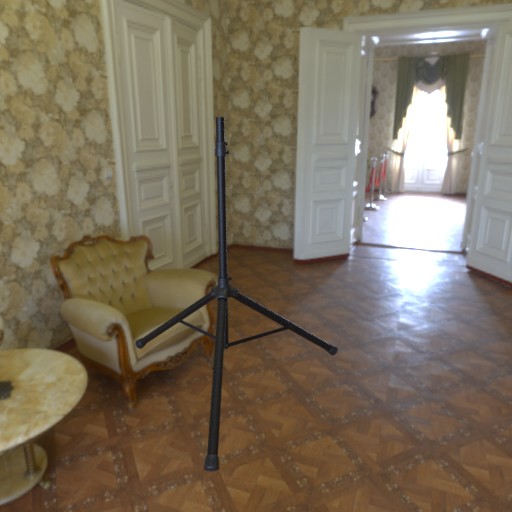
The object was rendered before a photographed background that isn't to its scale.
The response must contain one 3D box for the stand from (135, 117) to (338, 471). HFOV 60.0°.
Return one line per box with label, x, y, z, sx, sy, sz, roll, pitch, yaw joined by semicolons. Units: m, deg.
stand;0.000;0.000;1.908;0.907;1.136;1.045;-7;17;-25
